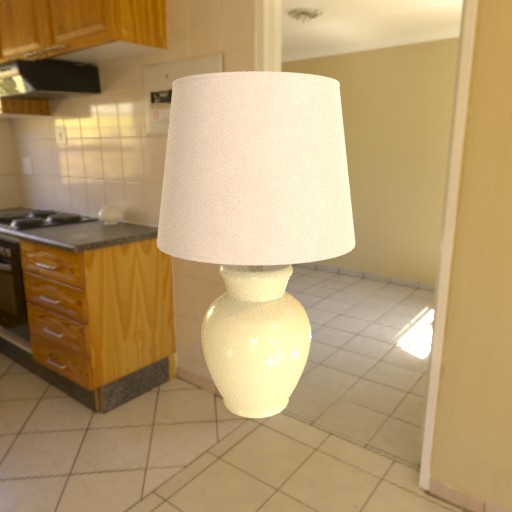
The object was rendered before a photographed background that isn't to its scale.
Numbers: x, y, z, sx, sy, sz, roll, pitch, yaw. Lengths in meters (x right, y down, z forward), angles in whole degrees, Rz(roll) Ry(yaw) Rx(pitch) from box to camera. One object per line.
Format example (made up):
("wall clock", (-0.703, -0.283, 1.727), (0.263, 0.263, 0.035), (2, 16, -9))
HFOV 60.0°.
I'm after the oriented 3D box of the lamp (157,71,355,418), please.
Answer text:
("lamp", (0.000, 0.000, 0.551), (0.239, 0.399, 0.239), (0, 13, 0))
